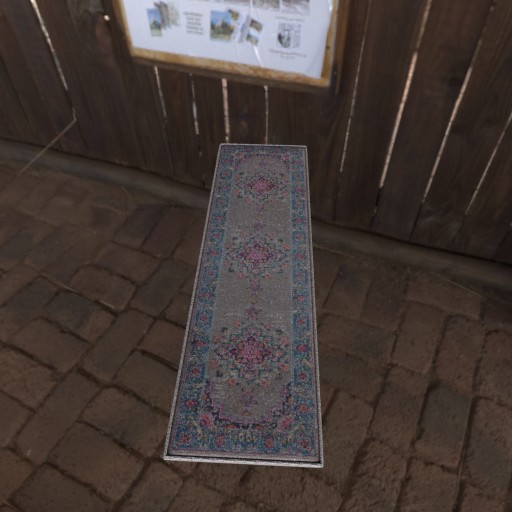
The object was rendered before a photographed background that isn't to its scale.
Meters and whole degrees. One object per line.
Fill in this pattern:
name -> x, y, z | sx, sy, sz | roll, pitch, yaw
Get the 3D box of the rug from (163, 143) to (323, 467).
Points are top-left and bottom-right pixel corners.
rug -> 0.000, 0.000, 2.581 | 0.659, 0.019, 2.297 | 2, 47, 2
